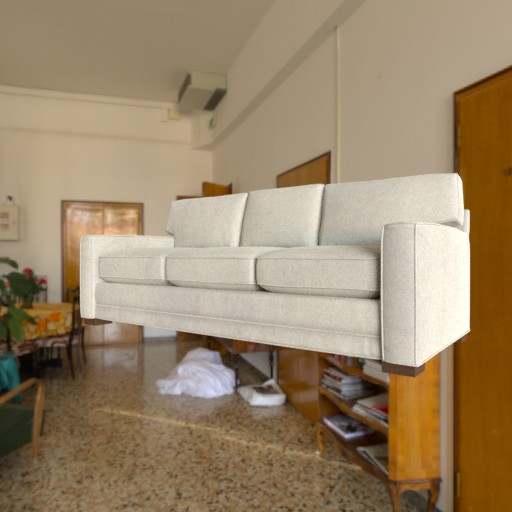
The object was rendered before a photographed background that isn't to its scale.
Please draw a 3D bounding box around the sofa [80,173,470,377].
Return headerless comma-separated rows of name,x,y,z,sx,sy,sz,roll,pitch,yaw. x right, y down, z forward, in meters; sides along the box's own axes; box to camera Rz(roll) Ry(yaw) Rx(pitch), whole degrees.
sofa,0.000,0.000,2.544,2.093,0.862,0.936,0,0,36
